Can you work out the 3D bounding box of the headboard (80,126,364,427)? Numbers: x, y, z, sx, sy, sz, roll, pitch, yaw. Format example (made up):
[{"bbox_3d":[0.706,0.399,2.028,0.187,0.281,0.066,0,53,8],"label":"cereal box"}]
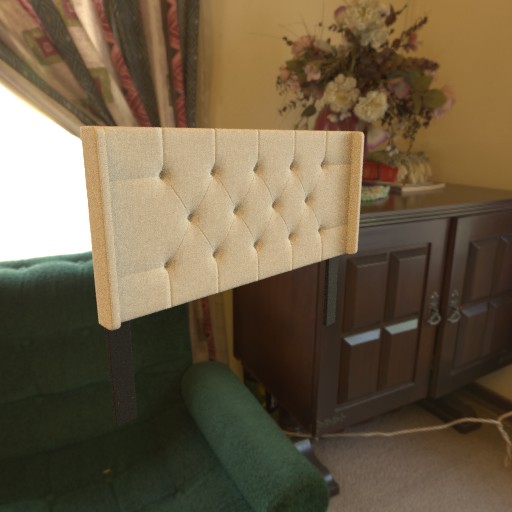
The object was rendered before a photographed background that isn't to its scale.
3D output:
[{"bbox_3d":[0.000,0.000,2.775,2.051,1.524,0.184,-14,20,-43],"label":"headboard"}]
